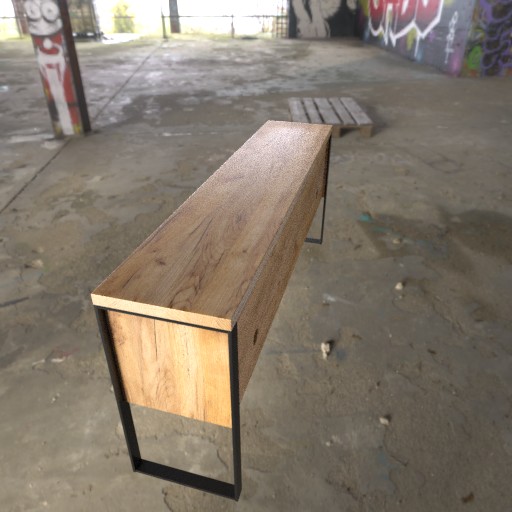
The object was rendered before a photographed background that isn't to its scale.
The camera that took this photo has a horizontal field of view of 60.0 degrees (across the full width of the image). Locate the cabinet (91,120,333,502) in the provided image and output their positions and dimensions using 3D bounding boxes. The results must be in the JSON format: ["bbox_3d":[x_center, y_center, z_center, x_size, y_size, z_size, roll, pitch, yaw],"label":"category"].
[{"bbox_3d":[0.000,0.000,2.035,0.395,0.762,1.800,9,32,14],"label":"cabinet"}]
